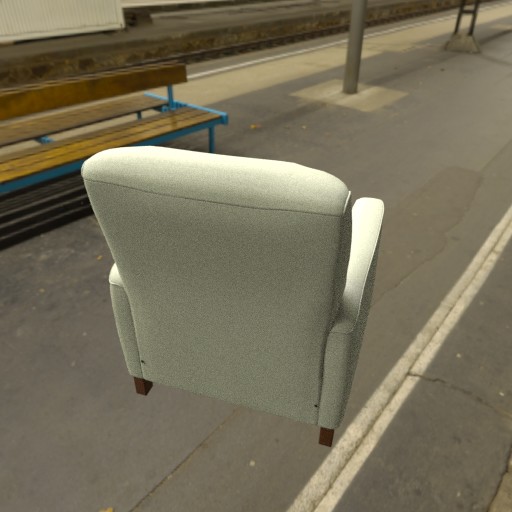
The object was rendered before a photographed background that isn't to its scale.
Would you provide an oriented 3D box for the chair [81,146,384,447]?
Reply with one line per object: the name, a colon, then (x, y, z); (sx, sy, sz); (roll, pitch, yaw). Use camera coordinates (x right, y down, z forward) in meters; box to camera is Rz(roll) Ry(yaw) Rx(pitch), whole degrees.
chair: (0.000, 0.000, 1.611); (0.853, 1.007, 0.846); (10, 35, 15)
